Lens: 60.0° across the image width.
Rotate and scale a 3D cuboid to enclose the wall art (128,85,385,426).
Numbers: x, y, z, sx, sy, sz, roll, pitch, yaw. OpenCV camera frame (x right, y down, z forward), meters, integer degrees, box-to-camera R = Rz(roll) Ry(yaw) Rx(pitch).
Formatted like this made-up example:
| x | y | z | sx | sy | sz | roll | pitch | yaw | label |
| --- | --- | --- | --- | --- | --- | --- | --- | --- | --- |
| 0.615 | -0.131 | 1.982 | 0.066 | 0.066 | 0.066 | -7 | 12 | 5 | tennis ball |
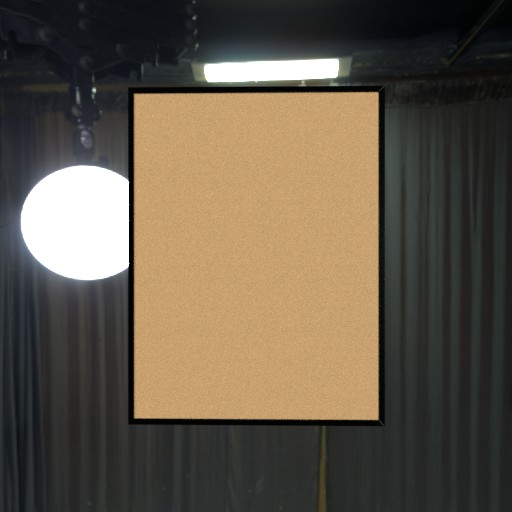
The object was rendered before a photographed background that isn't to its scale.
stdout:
| x | y | z | sx | sy | sz | roll | pitch | yaw | label |
| --- | --- | --- | --- | --- | --- | --- | --- | --- | --- |
| 0.000 | 0.000 | 1.407 | 0.805 | 1.062 | 0.040 | 0 | 0 | 1 | wall art |
